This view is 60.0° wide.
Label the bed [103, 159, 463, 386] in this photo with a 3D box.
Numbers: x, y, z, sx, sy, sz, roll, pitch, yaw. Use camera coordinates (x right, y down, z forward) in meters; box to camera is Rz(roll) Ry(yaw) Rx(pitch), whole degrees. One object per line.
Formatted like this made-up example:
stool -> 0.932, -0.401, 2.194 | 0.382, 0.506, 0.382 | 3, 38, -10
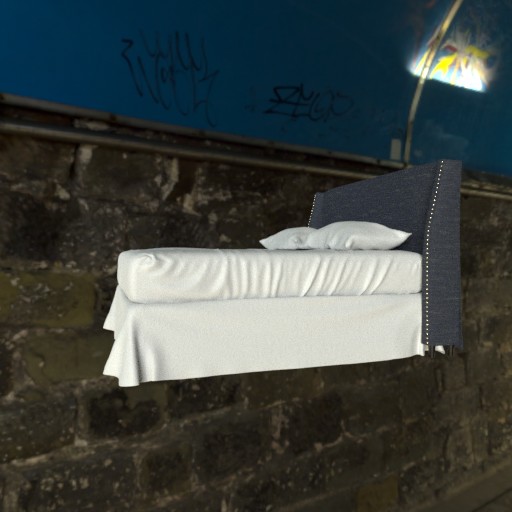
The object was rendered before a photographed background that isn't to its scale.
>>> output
bed -> 0.000, 0.000, 3.478 | 2.276, 1.332, 1.925 | 0, 1, -19
